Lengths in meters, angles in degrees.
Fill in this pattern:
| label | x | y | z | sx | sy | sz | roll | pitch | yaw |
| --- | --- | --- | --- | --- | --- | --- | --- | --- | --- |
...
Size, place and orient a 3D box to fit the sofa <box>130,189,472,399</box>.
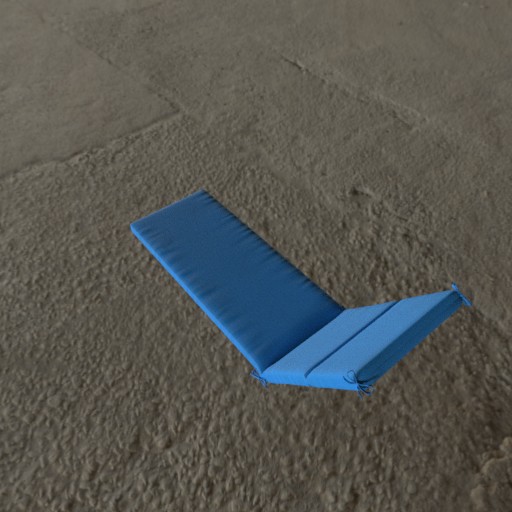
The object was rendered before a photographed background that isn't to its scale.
| label | x | y | z | sx | sy | sz | roll | pitch | yaw |
| --- | --- | --- | --- | --- | --- | --- | --- | --- | --- |
| sofa | 0.000 | 0.000 | 2.015 | 0.582 | 0.622 | 1.663 | -31 | 54 | -26 |
